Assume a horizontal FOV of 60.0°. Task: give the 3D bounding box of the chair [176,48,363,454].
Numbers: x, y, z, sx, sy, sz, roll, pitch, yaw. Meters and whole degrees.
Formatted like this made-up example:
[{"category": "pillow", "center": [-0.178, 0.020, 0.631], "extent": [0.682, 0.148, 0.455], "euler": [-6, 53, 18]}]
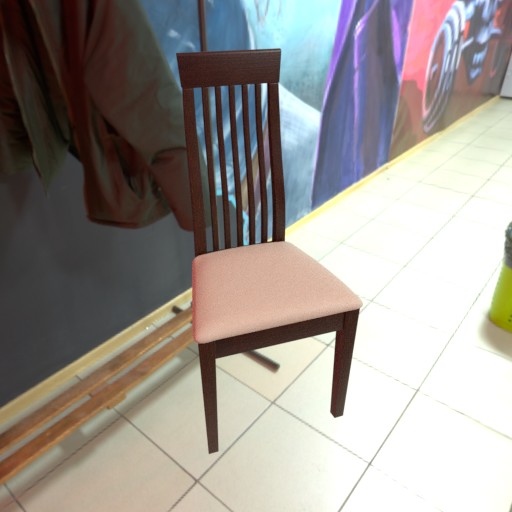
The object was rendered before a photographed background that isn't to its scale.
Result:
[{"category": "chair", "center": [0.000, 0.000, 1.278], "extent": [0.460, 1.027, 0.474], "euler": [-10, 33, -15]}]
